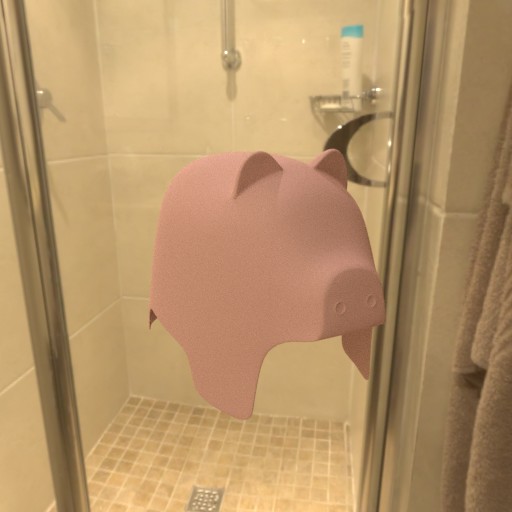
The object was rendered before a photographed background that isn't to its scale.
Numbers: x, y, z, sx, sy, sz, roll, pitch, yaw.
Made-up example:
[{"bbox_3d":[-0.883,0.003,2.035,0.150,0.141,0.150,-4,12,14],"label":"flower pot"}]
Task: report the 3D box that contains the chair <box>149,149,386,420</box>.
[{"bbox_3d":[0.000,0.000,0.883,0.364,0.423,0.619,-8,18,-26],"label":"chair"}]
